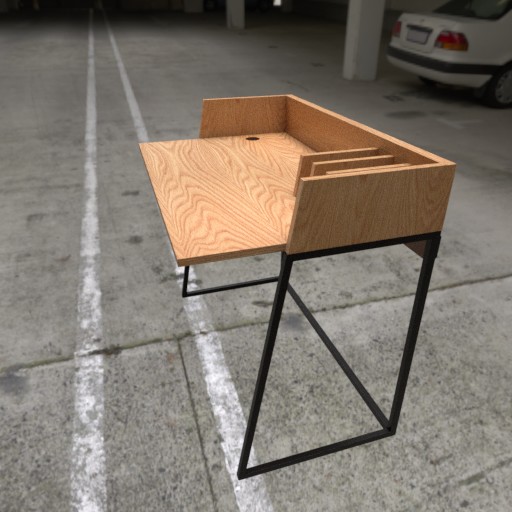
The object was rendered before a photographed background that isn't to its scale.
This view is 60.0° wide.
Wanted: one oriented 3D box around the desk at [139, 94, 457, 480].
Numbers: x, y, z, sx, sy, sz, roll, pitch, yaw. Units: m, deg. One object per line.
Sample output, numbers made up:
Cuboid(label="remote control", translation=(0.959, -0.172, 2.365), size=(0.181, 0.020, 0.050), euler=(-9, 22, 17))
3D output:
Cuboid(label="desk", translation=(0.000, 0.000, 1.836), size=(0.769, 1.061, 1.191), euler=(-9, 30, -15))
